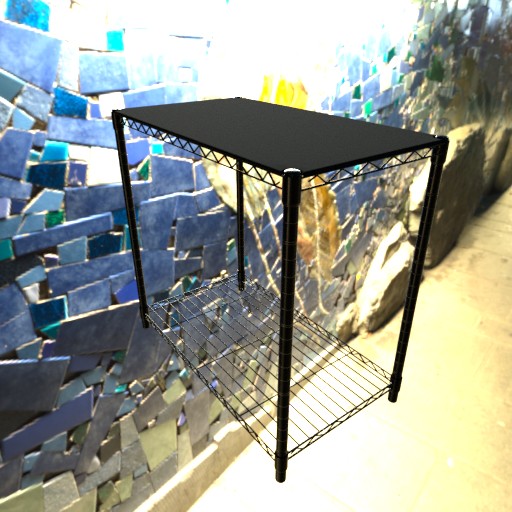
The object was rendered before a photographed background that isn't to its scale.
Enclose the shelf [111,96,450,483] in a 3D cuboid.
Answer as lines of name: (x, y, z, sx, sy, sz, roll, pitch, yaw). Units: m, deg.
shelf: (0.000, 0.000, 0.947, 0.338, 0.564, 0.589, -19, 33, -32)
